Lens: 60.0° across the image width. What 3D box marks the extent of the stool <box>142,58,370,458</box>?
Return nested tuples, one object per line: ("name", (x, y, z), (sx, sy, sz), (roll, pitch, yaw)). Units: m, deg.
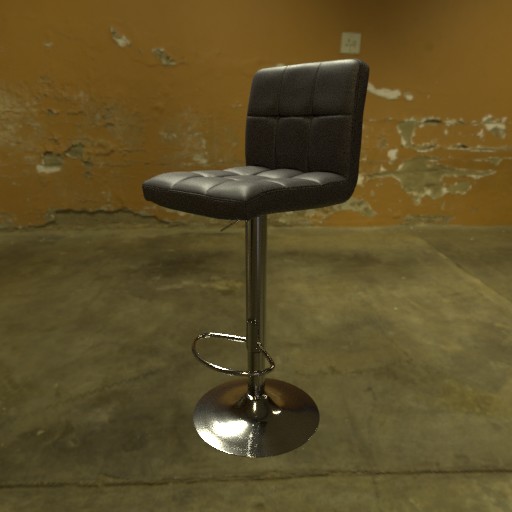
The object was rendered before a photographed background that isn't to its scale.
("stool", (0.000, 0.000, 1.339), (0.430, 1.115, 0.505), (15, 22, 41))
